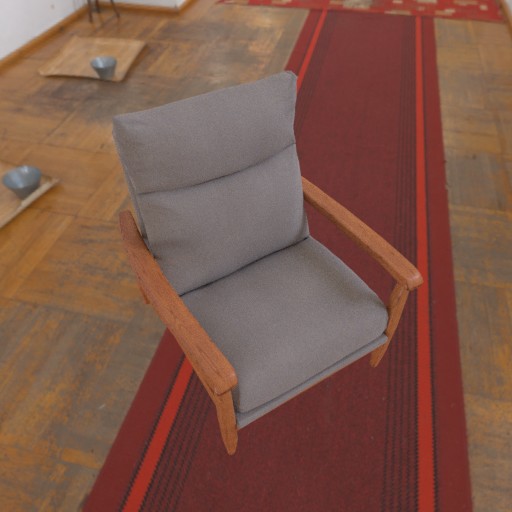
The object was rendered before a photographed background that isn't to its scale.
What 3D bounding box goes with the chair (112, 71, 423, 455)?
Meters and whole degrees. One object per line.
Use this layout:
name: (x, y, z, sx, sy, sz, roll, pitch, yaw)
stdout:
chair: (0.000, 0.000, 1.514, 0.782, 0.922, 0.816, -23, 50, -22)
